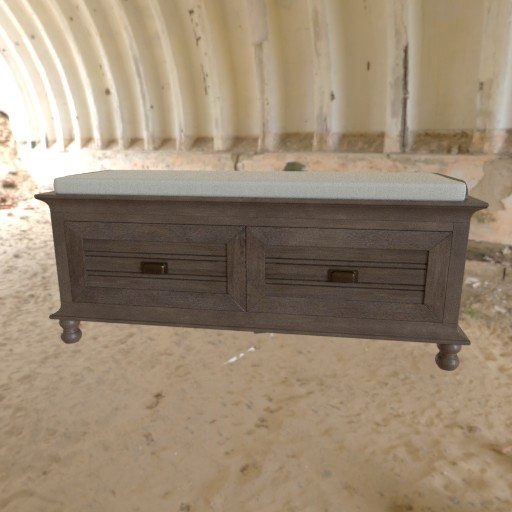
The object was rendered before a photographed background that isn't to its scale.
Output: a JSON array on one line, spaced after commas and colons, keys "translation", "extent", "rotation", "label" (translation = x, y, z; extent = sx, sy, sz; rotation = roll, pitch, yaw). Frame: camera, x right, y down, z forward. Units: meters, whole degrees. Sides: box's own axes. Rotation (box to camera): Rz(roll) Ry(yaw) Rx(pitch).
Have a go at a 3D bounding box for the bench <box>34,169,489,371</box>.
[{"translation": [0.000, 0.000, 1.384], "extent": [1.185, 0.501, 0.402], "rotation": [2, 15, 8], "label": "bench"}]
